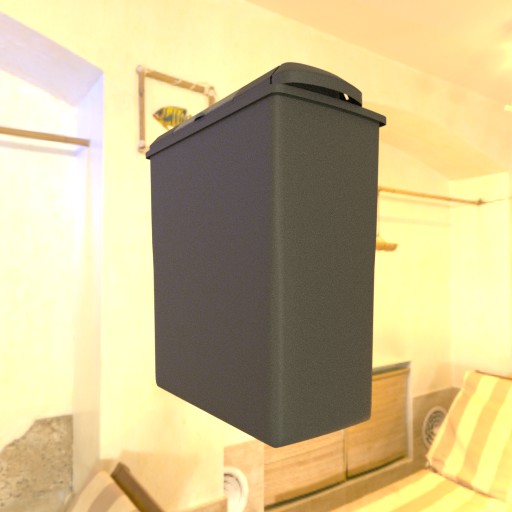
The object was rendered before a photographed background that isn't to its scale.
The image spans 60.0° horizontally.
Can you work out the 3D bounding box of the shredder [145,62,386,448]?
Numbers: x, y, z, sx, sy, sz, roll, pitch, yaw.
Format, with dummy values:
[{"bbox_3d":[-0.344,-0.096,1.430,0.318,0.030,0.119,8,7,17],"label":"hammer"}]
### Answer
[{"bbox_3d":[0.000,0.000,0.525,0.170,0.335,0.320,1,-2,-36],"label":"shredder"}]
